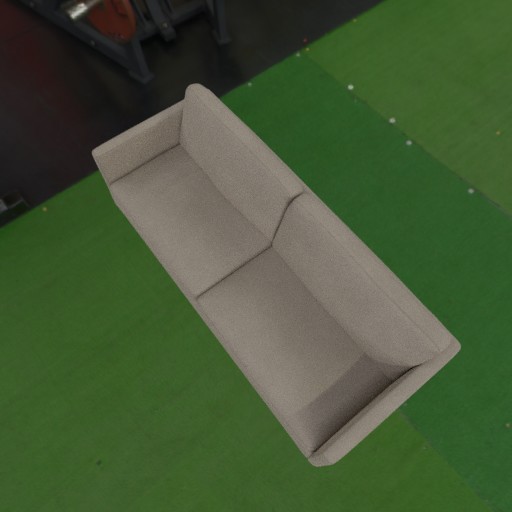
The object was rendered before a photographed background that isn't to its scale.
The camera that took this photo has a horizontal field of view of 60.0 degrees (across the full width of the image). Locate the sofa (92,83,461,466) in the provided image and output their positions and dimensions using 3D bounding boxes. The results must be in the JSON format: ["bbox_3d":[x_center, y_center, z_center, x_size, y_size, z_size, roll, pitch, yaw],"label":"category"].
[{"bbox_3d":[0.000,0.000,2.856,0.988,0.912,2.404,-35,69,-16],"label":"sofa"}]
